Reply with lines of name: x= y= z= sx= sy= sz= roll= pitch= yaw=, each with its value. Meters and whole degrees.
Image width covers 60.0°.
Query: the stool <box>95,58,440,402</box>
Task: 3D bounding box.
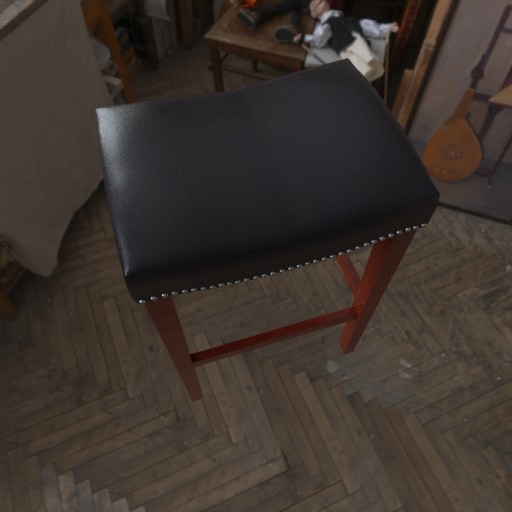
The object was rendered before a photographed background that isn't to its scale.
stool: x=0.000 y=0.000 z=1.027 sx=0.504 sy=0.742 sz=0.372 roll=-15 pitch=60 yaw=-9
